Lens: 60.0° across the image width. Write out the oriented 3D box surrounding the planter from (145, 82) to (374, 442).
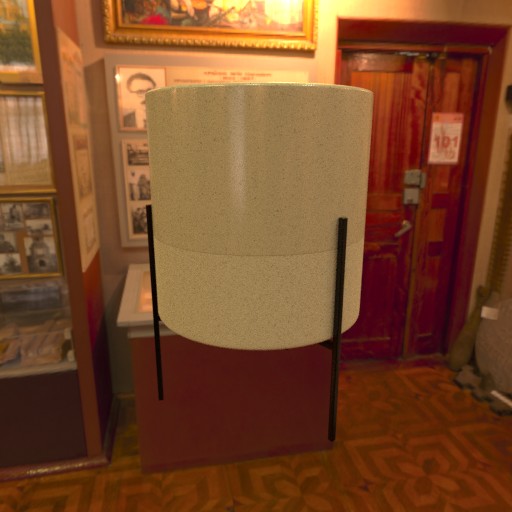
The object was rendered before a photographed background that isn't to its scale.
[{"bbox_3d":[0.000,0.000,0.688,0.323,0.475,0.314,-2,16,-9],"label":"planter"}]
